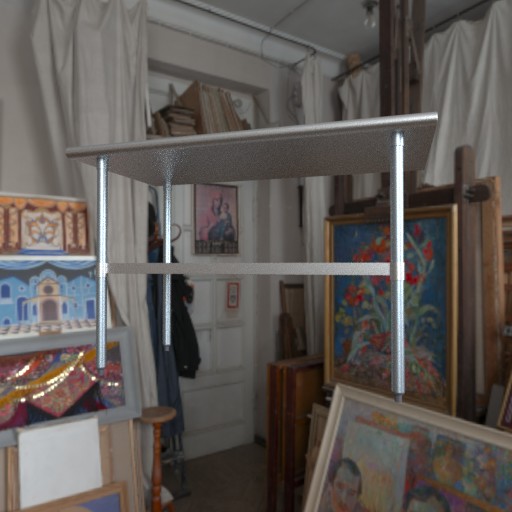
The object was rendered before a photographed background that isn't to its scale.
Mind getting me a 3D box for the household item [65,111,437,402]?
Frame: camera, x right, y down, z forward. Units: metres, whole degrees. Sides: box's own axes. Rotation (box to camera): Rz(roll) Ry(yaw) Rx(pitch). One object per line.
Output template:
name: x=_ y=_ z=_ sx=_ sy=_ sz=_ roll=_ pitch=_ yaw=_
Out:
household item: x=0.000 y=0.000 z=1.660 sx=1.219 sy=0.851 sz=0.610 roll=0 pitch=-1 yaw=18
